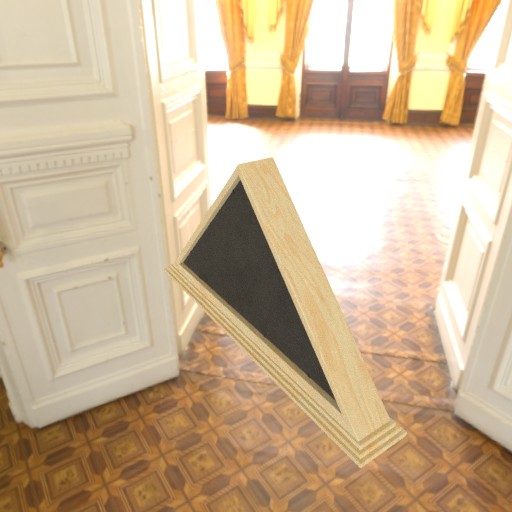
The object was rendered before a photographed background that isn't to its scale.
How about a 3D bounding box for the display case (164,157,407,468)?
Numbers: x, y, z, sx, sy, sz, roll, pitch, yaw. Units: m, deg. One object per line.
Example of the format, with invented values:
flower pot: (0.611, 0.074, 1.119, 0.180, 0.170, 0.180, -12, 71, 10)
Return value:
display case: (0.000, 0.000, 0.775, 0.095, 0.340, 0.640, -18, 33, -30)
